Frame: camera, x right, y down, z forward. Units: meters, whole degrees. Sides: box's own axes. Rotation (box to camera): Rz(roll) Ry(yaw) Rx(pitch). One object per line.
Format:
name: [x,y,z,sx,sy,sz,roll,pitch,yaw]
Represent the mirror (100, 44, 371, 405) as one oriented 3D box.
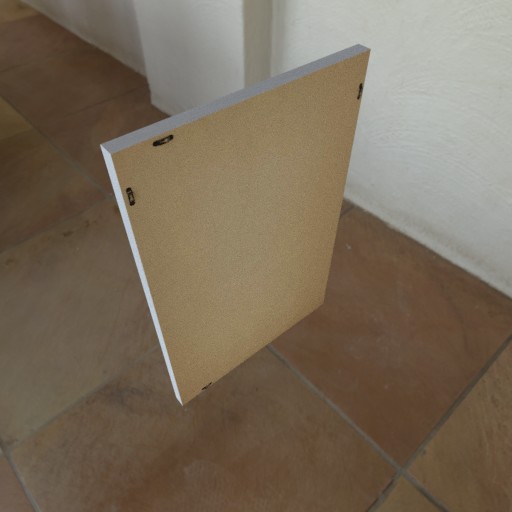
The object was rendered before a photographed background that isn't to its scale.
mirror: [0.000,0.000,1.162,0.609,0.915,0.040,-31,55,-25]
